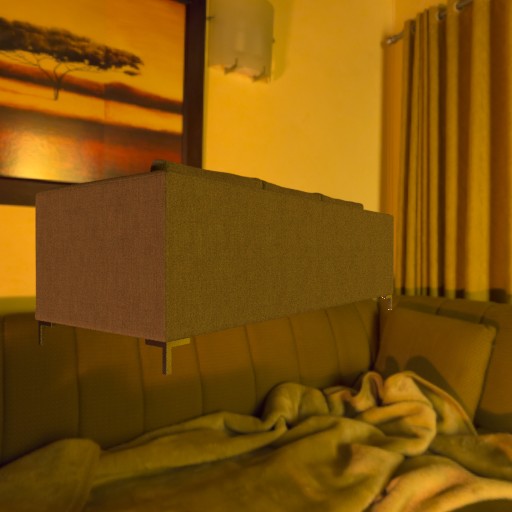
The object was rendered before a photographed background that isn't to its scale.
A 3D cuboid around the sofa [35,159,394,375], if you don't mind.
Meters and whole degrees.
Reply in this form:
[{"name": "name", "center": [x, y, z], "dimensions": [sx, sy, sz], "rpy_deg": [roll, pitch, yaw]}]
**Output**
[{"name": "sofa", "center": [0.000, 0.000, 2.871], "dimensions": [0.969, 0.867, 2.415], "rpy_deg": [0, 0, 37]}]
